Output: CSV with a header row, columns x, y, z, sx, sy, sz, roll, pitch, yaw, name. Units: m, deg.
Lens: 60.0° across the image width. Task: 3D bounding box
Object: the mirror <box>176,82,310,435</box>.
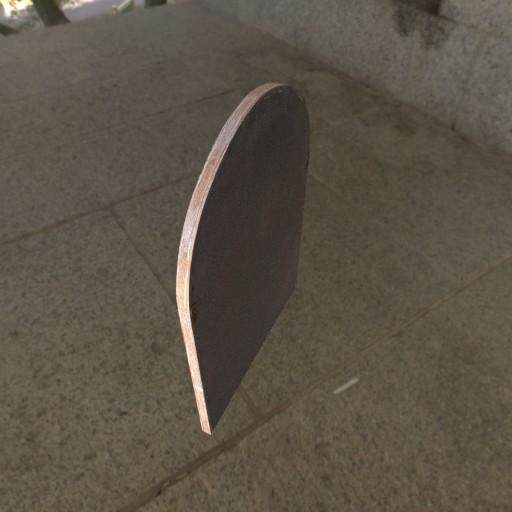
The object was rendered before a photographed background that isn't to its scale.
x,y,z,sx,sy,sz,roll,pitch,yaw,name
0.000,0.000,1.214,0.032,0.920,0.660,20,49,18,mirror
